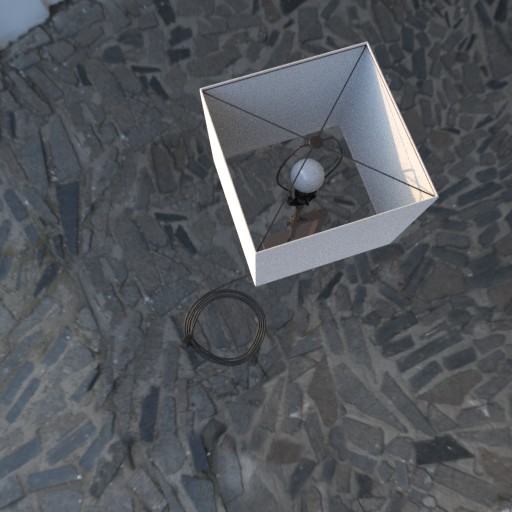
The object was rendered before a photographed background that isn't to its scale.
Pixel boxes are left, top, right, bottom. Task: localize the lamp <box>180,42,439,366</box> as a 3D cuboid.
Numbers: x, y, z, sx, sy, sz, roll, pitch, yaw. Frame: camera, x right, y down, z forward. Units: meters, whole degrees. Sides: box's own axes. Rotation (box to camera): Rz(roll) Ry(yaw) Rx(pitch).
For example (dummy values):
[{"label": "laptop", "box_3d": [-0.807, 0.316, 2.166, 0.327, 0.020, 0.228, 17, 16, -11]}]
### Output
[{"label": "lamp", "box_3d": [0.000, 0.000, 0.957, 0.504, 0.660, 0.399, -17, 76, -4]}]
